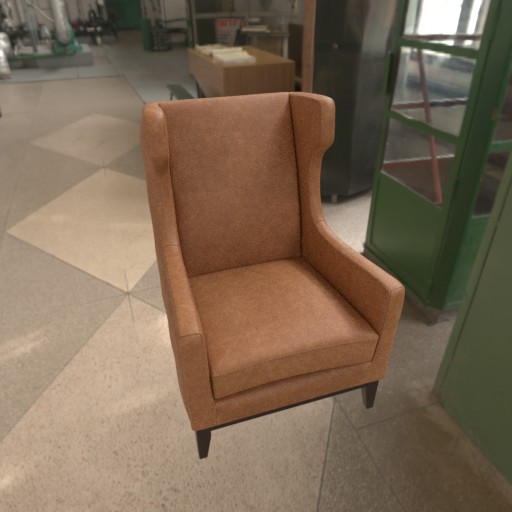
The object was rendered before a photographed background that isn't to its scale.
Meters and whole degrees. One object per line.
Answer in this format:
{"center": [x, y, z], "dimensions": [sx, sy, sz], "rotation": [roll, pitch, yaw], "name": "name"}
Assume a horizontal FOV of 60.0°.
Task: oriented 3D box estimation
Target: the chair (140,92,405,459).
{"center": [0.000, 0.000, 1.710], "dimensions": [0.766, 1.079, 0.899], "rotation": [-10, 33, -16], "name": "chair"}
